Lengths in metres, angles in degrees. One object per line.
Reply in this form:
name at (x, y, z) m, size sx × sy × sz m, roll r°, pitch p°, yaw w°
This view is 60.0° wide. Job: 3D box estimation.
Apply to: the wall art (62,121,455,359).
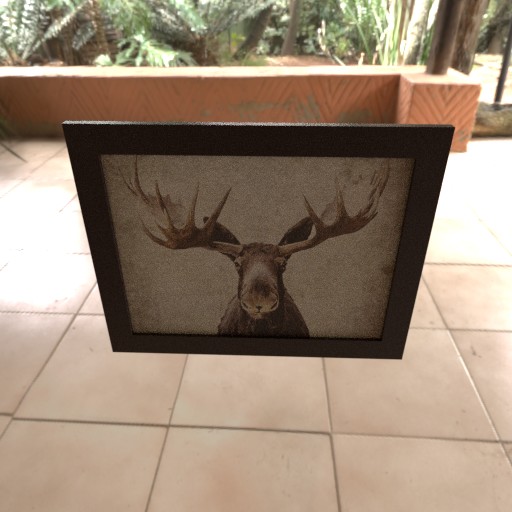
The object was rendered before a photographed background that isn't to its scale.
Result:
wall art at (0.000, 0.000, 1.616) m, size 1.207 × 0.952 × 0.034 m, roll 1°, pitch 31°, yaw 2°
